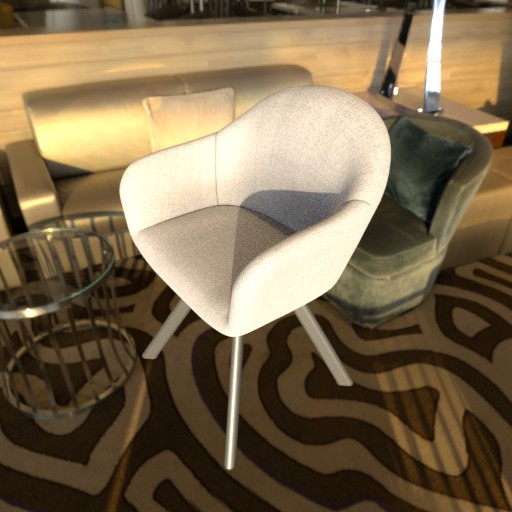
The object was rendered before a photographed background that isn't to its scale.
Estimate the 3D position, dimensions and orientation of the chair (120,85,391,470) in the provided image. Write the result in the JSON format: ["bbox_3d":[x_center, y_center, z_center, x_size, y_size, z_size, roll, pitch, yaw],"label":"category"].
[{"bbox_3d":[0.000,0.000,1.177,0.550,0.795,0.590,-23,39,-30],"label":"chair"}]
